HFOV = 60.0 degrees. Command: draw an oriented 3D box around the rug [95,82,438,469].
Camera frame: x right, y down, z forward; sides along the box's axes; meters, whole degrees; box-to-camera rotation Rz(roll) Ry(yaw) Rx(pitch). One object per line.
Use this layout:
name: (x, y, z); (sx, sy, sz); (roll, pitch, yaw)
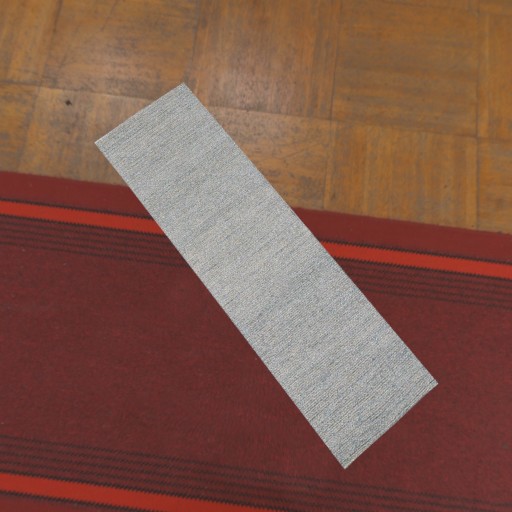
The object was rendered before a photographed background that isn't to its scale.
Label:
rug: (0.000, 0.000, 2.537); (0.675, 0.037, 2.341); (-37, 80, -8)
